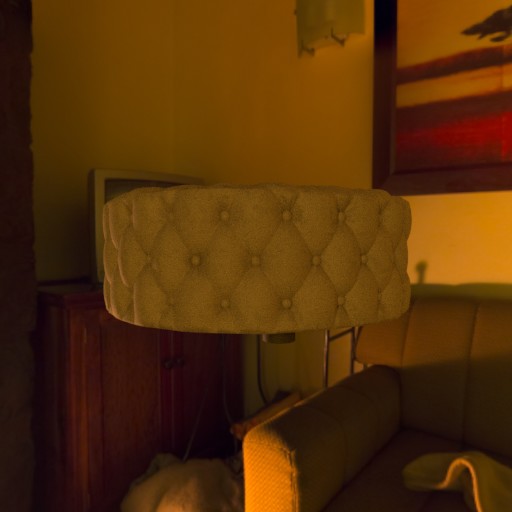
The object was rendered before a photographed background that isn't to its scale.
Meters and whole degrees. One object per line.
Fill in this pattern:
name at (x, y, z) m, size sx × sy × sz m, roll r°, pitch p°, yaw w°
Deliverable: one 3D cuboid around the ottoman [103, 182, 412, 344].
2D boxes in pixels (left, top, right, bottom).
ottoman at (0.000, 0.000, 1.509) m, size 0.998 × 0.399 × 0.998 m, roll 0°, pitch 2°, yaw 0°
